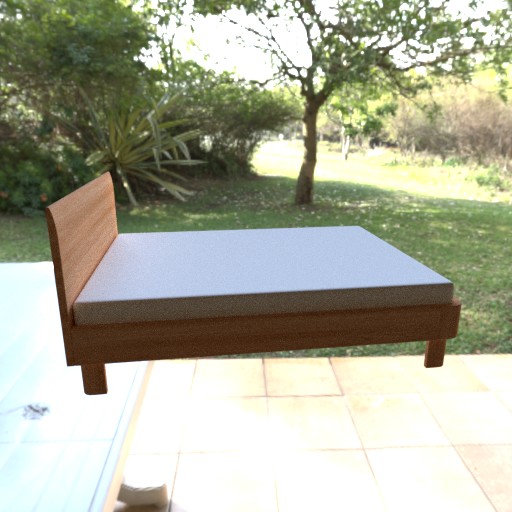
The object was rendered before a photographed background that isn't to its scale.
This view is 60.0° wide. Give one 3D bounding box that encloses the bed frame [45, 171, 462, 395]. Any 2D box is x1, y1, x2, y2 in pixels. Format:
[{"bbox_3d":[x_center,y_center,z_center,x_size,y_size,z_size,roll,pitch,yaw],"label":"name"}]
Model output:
[{"bbox_3d":[0.000,0.000,2.816,1.992,0.940,1.472,-2,17,-8],"label":"bed frame"}]
